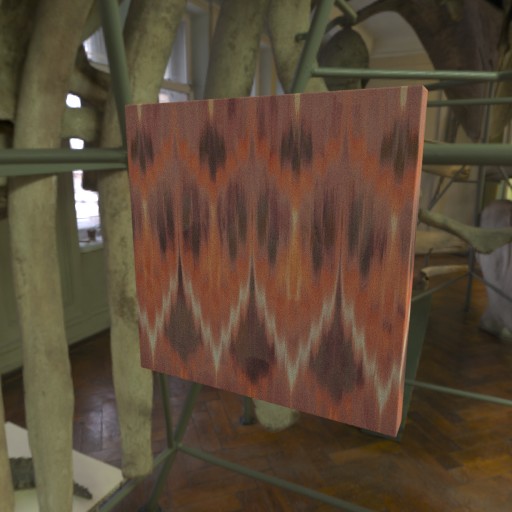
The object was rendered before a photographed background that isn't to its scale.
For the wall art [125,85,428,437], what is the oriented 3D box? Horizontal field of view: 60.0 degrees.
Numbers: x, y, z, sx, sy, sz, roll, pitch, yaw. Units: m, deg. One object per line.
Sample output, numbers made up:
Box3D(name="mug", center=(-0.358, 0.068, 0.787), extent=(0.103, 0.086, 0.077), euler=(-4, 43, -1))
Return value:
Box3D(name="wall art", center=(0.000, 0.000, 0.602), extent=(0.403, 0.406, 0.038), euler=(6, 14, 27))
